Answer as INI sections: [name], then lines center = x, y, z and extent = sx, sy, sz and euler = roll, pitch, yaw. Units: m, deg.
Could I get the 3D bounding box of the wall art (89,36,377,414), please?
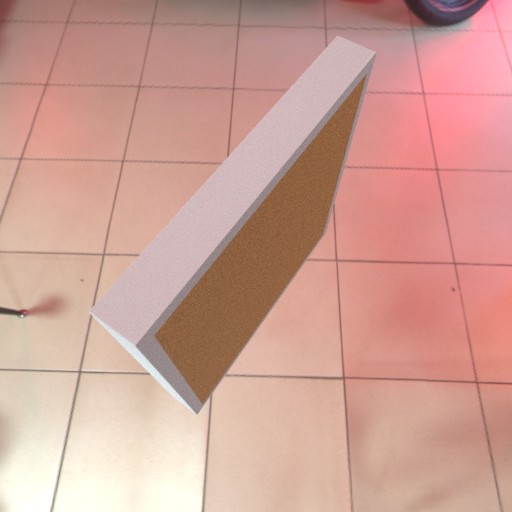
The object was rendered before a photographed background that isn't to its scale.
[wall art]
center = 0.000, 0.000, 0.457
extent = 0.038, 0.305, 0.305
euler = 31, 67, 15
